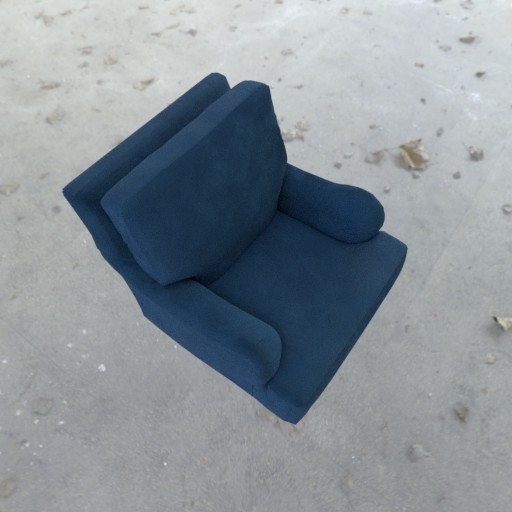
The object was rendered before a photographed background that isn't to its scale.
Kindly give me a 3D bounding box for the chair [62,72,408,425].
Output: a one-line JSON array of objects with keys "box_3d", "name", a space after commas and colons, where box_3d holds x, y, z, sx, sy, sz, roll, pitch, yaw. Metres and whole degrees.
[{"box_3d": [0.000, 0.000, 1.906, 1.078, 1.076, 0.895, 32, 63, 19], "name": "chair"}]
